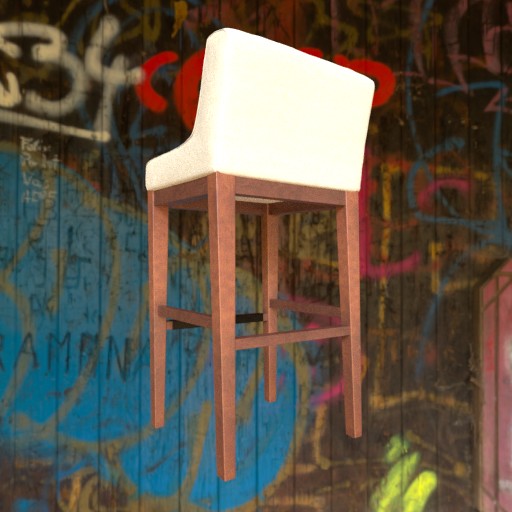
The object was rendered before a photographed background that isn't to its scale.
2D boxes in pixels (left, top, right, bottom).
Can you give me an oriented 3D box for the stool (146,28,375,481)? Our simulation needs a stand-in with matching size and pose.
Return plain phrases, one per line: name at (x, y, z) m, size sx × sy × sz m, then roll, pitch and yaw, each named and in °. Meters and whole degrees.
stool at (0.000, 0.000, 1.307) m, size 0.511 × 1.037 × 0.500 m, roll 1°, pitch -1°, yaw -35°
